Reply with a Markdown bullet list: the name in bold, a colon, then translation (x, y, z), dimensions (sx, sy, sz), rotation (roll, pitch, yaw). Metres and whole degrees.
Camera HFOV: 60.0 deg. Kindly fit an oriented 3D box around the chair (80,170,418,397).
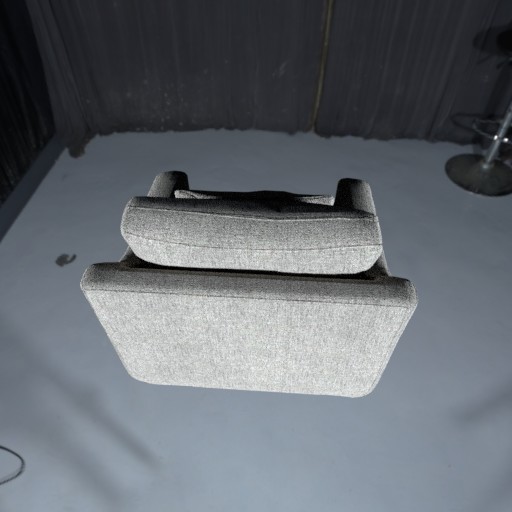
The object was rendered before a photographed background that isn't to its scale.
- **chair**: translation (0.000, 0.000, 2.032), dimensions (1.138, 1.037, 1.009), rotation (3, 46, 3)
